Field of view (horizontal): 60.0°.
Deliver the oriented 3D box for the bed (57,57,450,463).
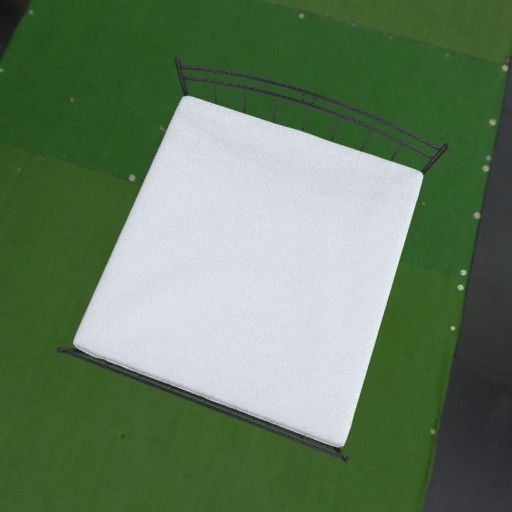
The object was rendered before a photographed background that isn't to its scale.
[{"bbox_3d":[0.000,0.000,3.023,1.880,0.940,2.040,19,77,4],"label":"bed"}]
